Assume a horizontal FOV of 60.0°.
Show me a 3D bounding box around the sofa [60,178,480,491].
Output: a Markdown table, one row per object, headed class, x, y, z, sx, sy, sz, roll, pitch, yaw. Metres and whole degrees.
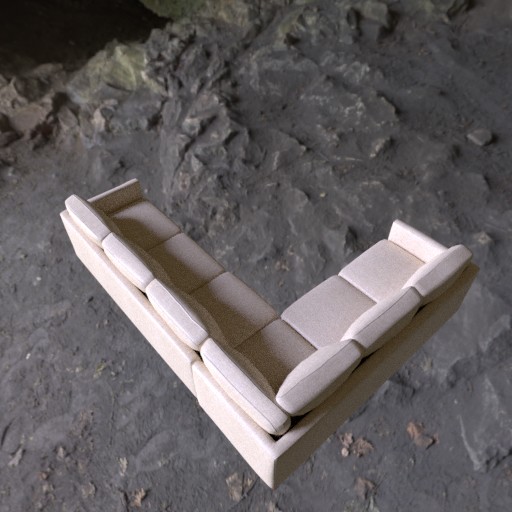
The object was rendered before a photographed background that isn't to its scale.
| class | x | y | z | sx | sy | sz | roll | pitch | yaw |
| --- | --- | --- | --- | --- | --- | --- | --- | --- | --- |
| sofa | 0.000 | 0.000 | 4.442 | 2.593 | 0.947 | 3.302 | -32 | 54 | -27 |
